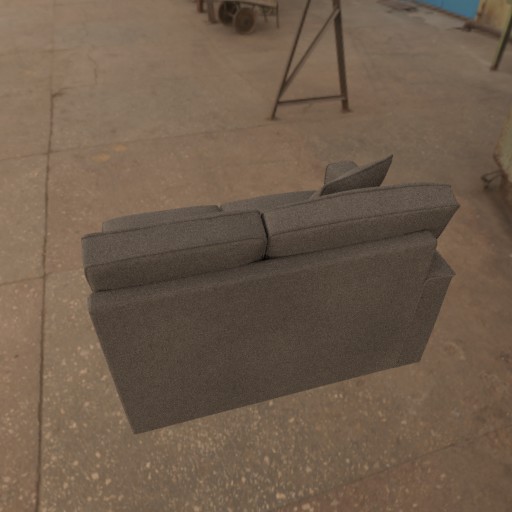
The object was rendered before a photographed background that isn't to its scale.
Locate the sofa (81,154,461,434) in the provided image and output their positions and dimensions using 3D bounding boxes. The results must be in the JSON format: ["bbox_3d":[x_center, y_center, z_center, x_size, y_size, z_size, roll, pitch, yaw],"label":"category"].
[{"bbox_3d":[0.000,0.000,2.054,1.388,0.989,0.991,-11,41,-12],"label":"sofa"}]
